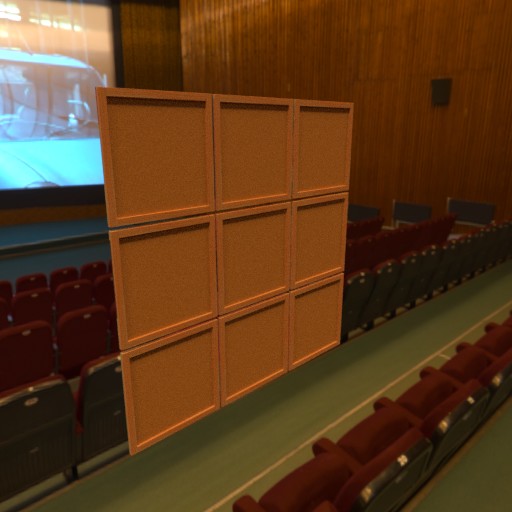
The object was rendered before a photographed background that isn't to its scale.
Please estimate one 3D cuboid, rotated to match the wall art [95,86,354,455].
[{"bbox_3d":[0.000,0.000,1.344,0.911,0.910,0.012,-15,22,-41],"label":"wall art"}]
